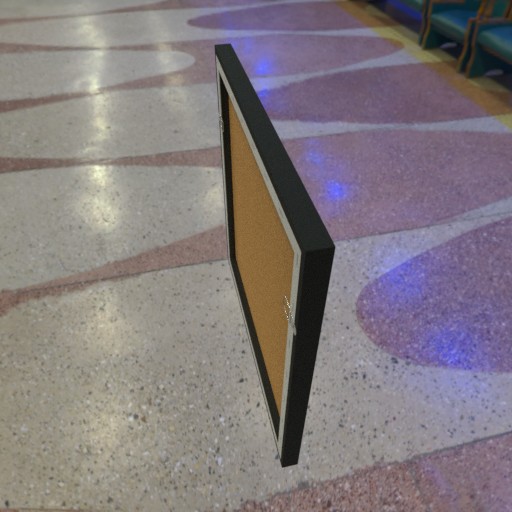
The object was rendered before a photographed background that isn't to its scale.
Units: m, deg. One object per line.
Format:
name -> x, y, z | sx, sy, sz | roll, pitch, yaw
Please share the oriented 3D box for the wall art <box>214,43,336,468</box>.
wall art -> 0.000, 0.000, 1.111 | 0.044, 0.758, 0.758 | -9, 45, -9
